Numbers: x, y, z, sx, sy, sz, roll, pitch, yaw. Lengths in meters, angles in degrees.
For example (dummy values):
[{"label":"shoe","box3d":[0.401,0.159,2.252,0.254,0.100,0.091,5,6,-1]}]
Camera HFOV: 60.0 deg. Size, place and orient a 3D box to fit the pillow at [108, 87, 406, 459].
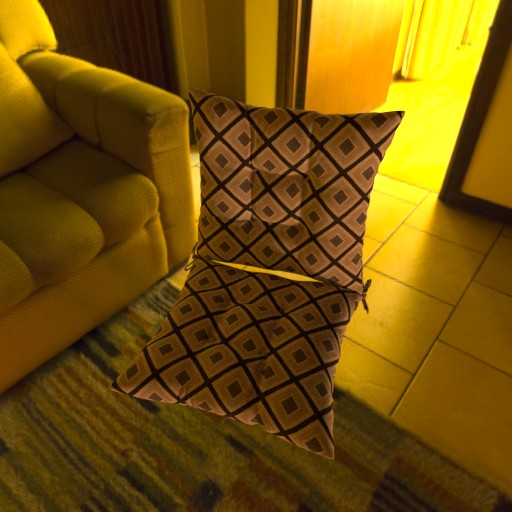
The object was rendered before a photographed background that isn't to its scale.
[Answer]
[{"label":"pillow","box3d":[0.000,0.000,0.987,0.541,0.536,0.585,12,42,14]}]
